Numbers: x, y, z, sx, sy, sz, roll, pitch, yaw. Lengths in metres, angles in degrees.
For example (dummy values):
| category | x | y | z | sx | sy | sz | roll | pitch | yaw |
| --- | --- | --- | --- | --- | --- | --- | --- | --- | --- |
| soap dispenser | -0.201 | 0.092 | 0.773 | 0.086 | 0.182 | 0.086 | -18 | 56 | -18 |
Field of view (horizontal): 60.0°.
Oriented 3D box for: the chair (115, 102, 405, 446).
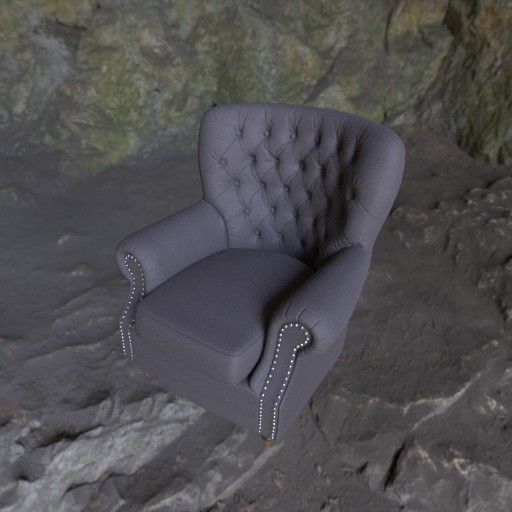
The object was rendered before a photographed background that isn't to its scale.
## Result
| category | x | y | z | sx | sy | sz | roll | pitch | yaw |
| --- | --- | --- | --- | --- | --- | --- | --- | --- | --- |
| chair | 0.000 | 0.000 | 1.827 | 0.983 | 1.046 | 0.983 | 19 | 35 | 29 |
